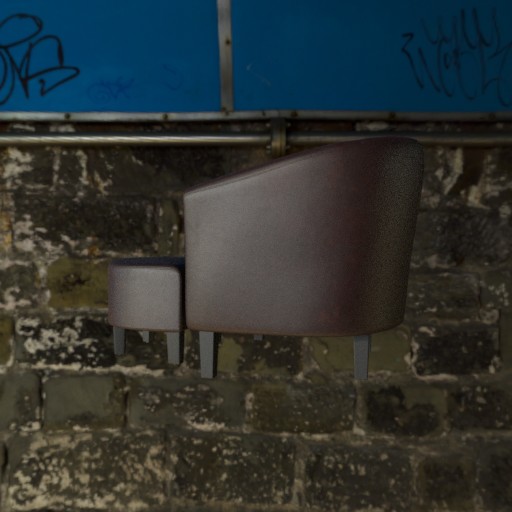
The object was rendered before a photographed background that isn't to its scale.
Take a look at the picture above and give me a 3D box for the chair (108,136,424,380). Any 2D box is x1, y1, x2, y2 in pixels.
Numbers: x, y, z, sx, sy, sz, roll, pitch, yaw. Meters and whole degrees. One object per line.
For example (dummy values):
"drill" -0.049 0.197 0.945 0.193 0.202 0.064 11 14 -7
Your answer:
"chair" 0.000 0.000 1.662 1.176 0.755 0.737 0 1 16
